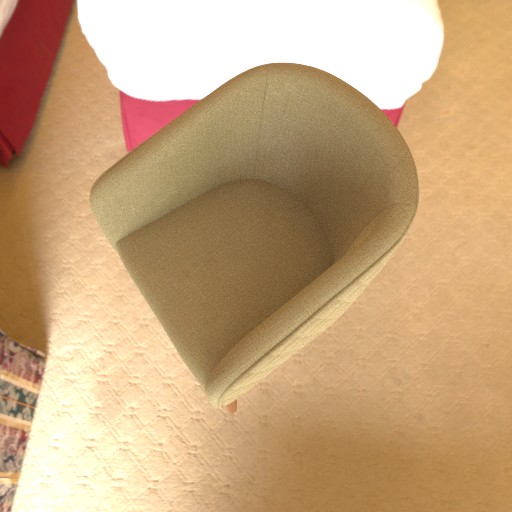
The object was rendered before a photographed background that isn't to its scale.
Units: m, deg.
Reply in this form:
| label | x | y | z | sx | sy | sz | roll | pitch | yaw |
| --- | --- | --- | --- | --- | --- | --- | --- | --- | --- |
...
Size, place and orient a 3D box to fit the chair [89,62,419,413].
| label | x | y | z | sx | sy | sz | roll | pitch | yaw |
| --- | --- | --- | --- | --- | --- | --- | --- | --- | --- |
| chair | 0.000 | 0.000 | 1.201 | 0.616 | 0.775 | 0.584 | -32 | 67 | -15 |
